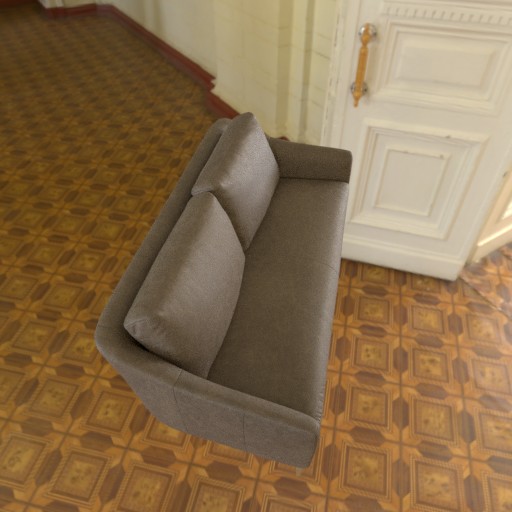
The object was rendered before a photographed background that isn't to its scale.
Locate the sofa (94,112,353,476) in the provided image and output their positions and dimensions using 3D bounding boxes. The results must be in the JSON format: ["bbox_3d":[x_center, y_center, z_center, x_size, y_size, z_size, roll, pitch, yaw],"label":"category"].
[{"bbox_3d":[0.000,0.000,2.525,0.960,0.902,2.036,9,46,9],"label":"sofa"}]
